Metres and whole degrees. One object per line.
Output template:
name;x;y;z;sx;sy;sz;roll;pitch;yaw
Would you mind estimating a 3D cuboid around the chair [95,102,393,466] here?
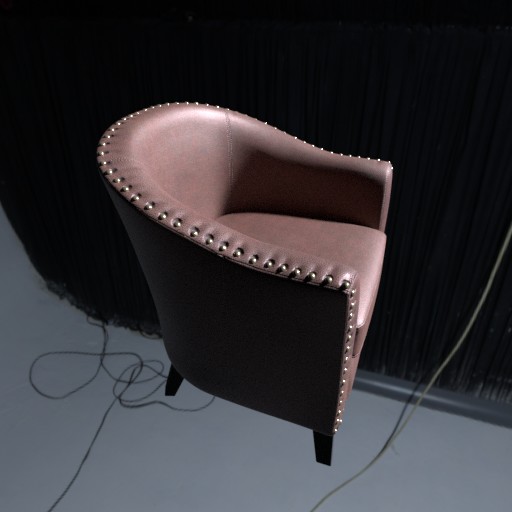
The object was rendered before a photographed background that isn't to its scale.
chair;0.000;0.000;1.372;0.748;0.823;0.794;11;32;17
